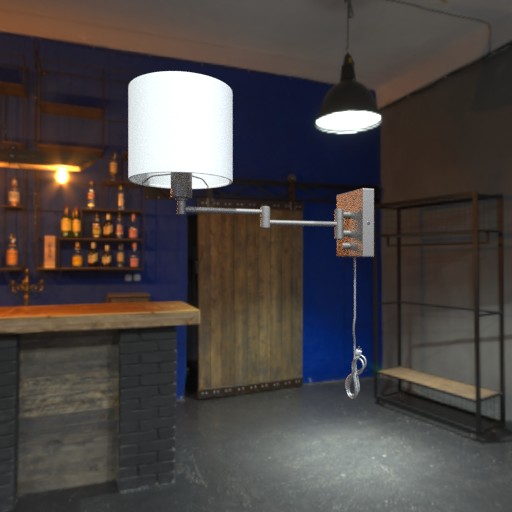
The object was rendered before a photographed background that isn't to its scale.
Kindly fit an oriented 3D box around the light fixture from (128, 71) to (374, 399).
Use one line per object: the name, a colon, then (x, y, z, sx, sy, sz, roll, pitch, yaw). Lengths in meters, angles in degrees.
light fixture: (0.000, 0.000, 0.933, 0.516, 0.651, 0.203, 0, 0, -19)
